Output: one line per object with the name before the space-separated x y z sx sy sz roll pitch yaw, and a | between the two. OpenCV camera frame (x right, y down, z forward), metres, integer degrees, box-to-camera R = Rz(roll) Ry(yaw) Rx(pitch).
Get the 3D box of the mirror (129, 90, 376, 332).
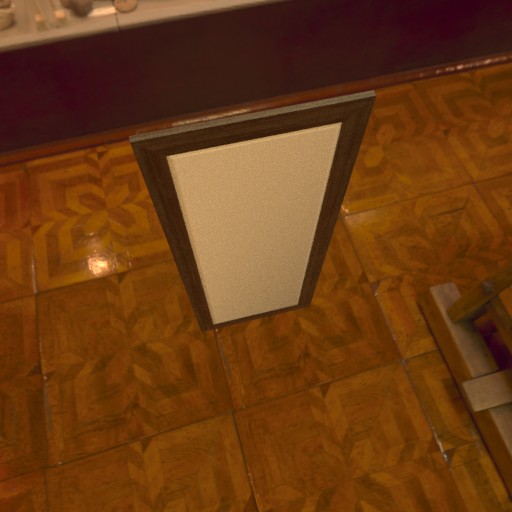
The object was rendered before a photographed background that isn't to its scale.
mirror | 0.000 0.000 2.333 0.812 2.032 0.025 -13 64 -6
